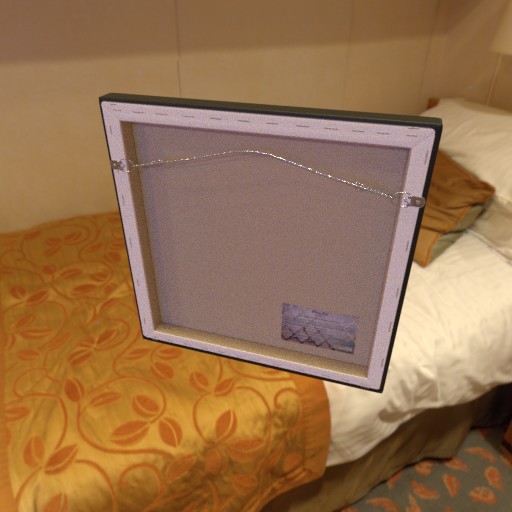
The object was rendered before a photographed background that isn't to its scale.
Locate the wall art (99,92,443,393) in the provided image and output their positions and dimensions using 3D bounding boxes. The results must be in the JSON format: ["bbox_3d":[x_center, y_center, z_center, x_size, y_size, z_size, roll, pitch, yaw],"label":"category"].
[{"bbox_3d":[0.000,0.000,0.929,0.610,0.611,0.043,9,34,14],"label":"wall art"}]
